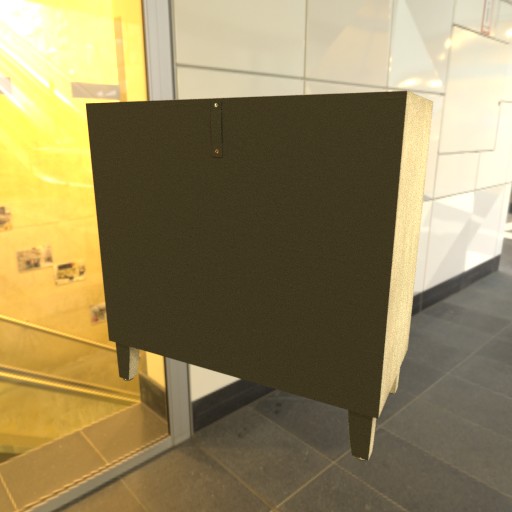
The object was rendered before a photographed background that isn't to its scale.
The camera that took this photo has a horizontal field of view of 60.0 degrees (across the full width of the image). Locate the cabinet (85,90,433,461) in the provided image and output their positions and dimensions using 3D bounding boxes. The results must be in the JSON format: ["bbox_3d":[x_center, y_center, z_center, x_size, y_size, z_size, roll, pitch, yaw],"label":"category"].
[{"bbox_3d":[0.000,0.000,1.201,0.781,0.787,0.370,8,18,27],"label":"cabinet"}]
